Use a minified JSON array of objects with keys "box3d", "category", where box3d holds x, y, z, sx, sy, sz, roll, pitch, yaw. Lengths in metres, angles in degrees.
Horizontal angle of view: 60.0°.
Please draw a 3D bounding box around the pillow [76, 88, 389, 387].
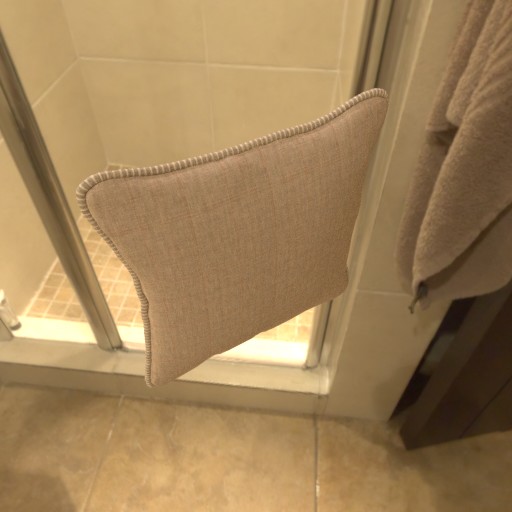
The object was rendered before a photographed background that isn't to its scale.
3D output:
[{"box3d":[0.000,0.000,0.760,0.485,0.494,0.124,-23,50,-21],"category":"pillow"}]
